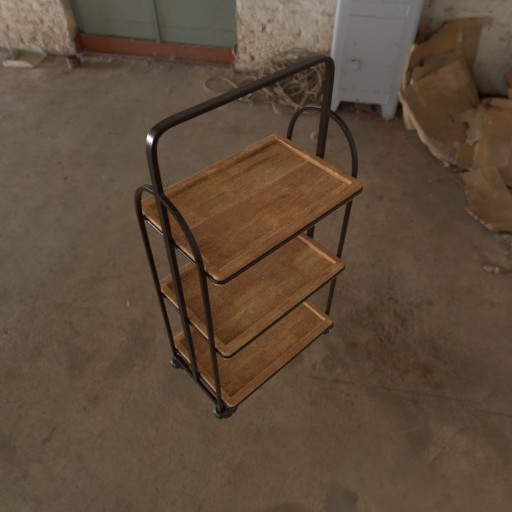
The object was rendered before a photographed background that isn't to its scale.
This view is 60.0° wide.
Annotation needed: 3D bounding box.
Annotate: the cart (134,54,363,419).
[{"bbox_3d":[0.000,0.000,1.242,0.553,1.001,0.327,-34,55,-27],"label":"cart"}]
